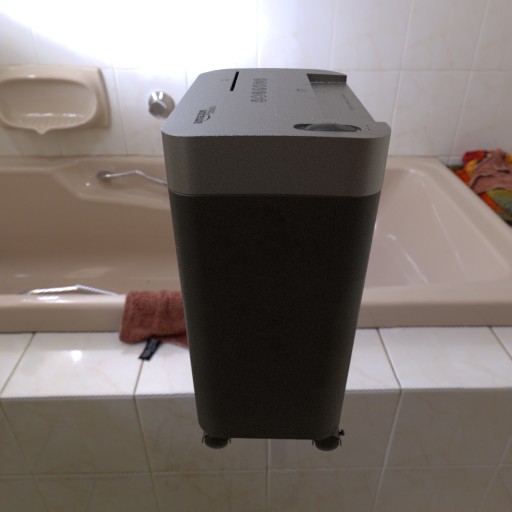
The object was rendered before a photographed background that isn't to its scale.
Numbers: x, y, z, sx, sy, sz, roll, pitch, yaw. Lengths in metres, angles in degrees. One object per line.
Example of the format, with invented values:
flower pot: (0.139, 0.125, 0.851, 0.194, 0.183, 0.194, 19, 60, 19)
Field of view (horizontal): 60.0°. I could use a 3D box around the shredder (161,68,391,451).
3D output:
shredder: (0.000, 0.000, 0.586, 0.237, 0.419, 0.311, 1, 32, 1)
